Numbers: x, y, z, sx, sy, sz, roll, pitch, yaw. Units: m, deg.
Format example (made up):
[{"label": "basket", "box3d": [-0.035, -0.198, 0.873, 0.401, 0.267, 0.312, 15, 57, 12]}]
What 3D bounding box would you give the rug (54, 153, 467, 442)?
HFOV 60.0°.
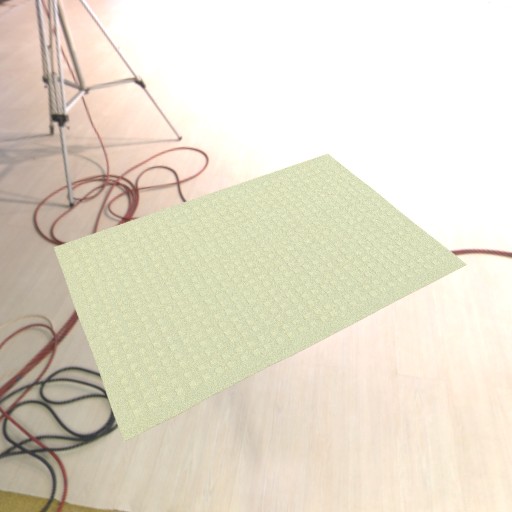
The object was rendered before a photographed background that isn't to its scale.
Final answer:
[{"label": "rug", "box3d": [0.000, 0.000, 2.234, 1.747, 0.006, 1.143, -22, 50, -20]}]
